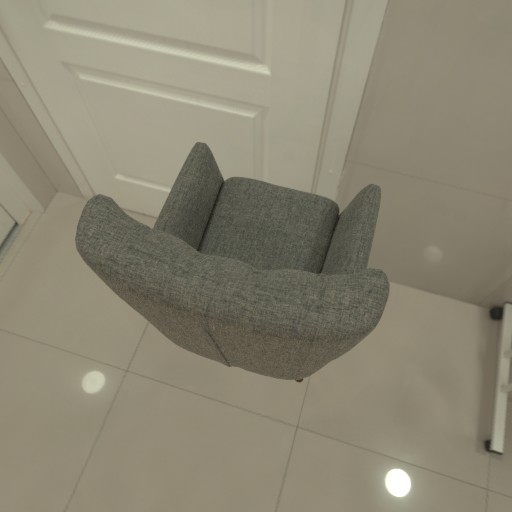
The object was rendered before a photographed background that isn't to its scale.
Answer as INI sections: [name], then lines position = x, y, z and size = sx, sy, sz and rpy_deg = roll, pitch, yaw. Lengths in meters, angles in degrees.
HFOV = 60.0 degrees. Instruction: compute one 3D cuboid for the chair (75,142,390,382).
[chair]
position = 0.000, 0.000, 1.749
size = 0.878, 1.063, 0.904
rpy_deg = 15, 64, 8
